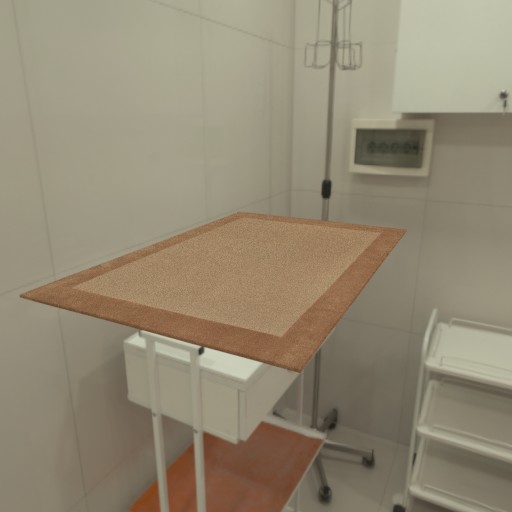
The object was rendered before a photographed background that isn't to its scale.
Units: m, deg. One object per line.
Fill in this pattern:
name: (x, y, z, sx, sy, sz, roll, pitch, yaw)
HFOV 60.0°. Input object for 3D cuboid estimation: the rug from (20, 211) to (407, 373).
rug: (0.000, 0.000, 2.302, 1.219, 0.014, 1.829, 9, 20, 26)
